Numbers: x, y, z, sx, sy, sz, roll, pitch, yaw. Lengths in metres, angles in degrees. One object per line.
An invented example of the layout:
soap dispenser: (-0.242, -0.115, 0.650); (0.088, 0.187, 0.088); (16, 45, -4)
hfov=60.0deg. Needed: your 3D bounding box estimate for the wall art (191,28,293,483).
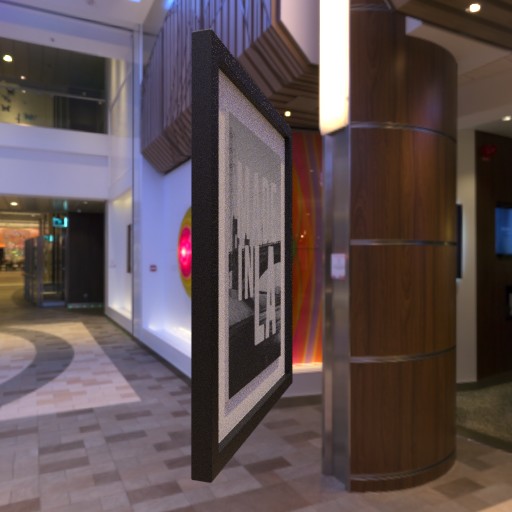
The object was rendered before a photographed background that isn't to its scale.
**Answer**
wall art: (0.000, 0.000, 0.766); (0.028, 0.559, 0.457); (0, 0, 17)
